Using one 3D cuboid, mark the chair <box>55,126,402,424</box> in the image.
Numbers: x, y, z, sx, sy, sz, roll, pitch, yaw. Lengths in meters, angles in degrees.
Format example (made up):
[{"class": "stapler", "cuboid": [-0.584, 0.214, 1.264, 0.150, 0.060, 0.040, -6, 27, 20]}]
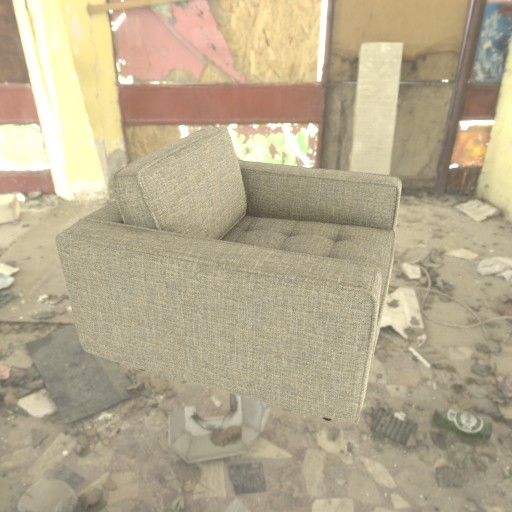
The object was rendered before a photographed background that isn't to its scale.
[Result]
[{"class": "chair", "cuboid": [0.000, 0.000, 1.558, 0.914, 0.765, 0.889, 10, 30, 17]}]
